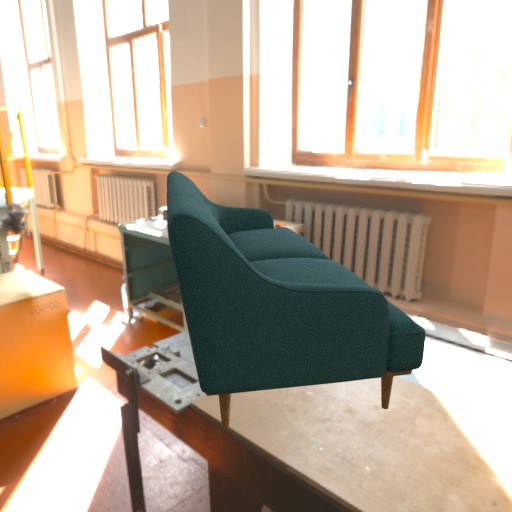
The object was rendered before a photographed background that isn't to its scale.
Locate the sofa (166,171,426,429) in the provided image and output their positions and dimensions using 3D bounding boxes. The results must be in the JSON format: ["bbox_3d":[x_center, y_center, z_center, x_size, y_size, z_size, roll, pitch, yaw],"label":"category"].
[{"bbox_3d":[0.000,0.000,2.568,0.978,0.871,2.057,-3,15,-11],"label":"sofa"}]
